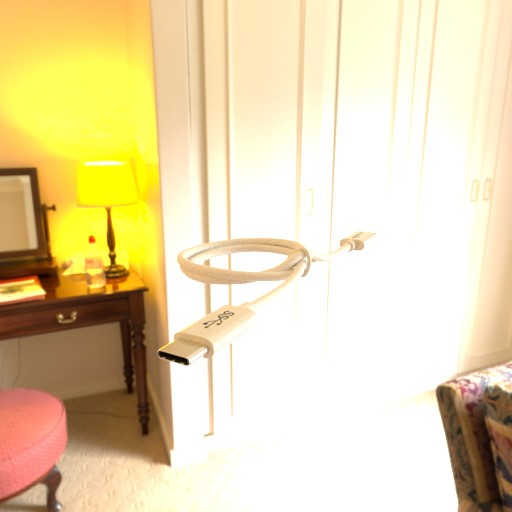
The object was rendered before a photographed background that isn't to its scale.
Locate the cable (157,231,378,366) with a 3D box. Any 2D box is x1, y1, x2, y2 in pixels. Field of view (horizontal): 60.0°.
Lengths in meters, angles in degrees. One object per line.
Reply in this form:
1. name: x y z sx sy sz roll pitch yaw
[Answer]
1. cable: 0.000 0.000 0.208 0.070 0.014 0.186 8 17 28
